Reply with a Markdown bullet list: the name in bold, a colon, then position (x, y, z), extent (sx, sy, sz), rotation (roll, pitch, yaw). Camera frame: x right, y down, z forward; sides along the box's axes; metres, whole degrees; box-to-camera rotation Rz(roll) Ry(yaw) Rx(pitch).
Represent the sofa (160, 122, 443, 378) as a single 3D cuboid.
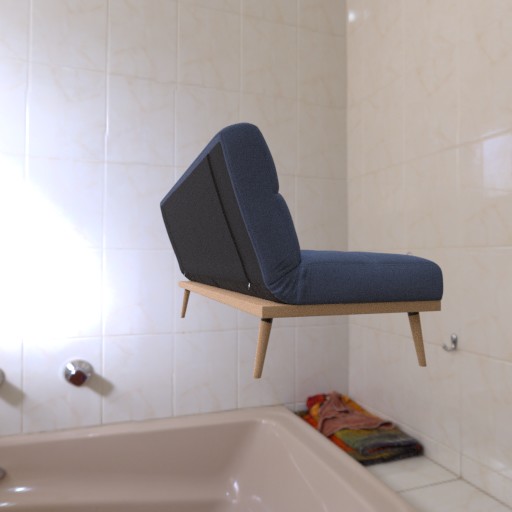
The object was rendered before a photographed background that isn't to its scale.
- **sofa**: position (0.000, 0.000, 2.256), extent (0.796, 0.800, 1.800), rotation (0, -1, -18)
